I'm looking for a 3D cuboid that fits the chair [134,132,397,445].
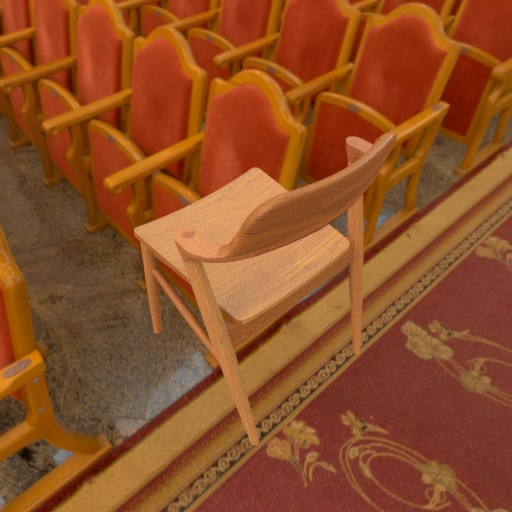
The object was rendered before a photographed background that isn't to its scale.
[{"bbox_3d":[0.000,0.000,1.140,0.512,0.792,0.499,-32,54,-27],"label":"chair"}]
